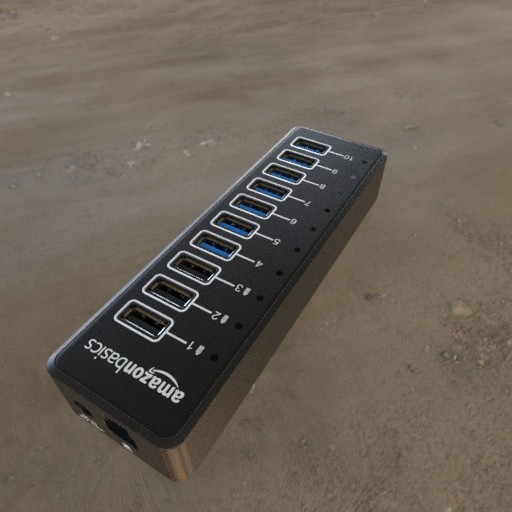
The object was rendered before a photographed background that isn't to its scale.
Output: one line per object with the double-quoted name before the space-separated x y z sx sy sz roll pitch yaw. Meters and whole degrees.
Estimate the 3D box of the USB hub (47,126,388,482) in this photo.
"USB hub" 0.000 0.000 0.158 0.044 0.023 0.145 23 50 21
